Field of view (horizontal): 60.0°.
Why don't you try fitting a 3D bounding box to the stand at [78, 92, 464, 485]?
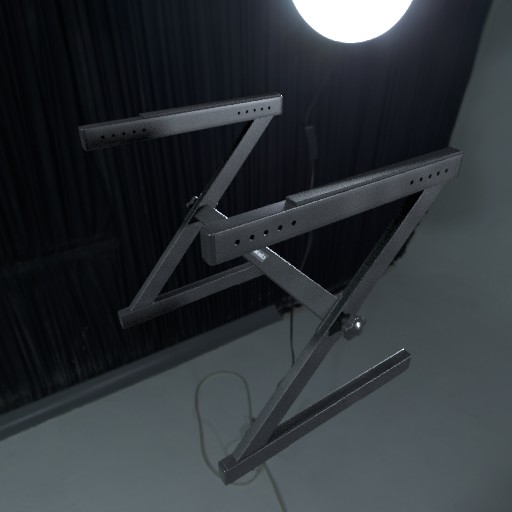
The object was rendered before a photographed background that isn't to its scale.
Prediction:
[{"bbox_3d":[0.000,0.000,1.121,0.586,0.617,0.700,-20,38,-29],"label":"stand"}]
